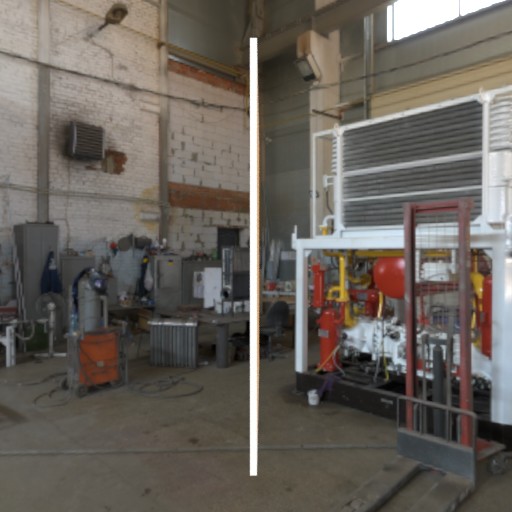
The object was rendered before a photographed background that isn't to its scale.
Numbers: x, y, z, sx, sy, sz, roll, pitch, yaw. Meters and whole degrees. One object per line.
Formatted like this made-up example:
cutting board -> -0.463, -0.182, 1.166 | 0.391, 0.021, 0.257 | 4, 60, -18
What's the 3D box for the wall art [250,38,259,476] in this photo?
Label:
wall art -> 0.000, 0.000, 0.845 | 0.009, 0.559, 0.558 | 0, 0, 1
